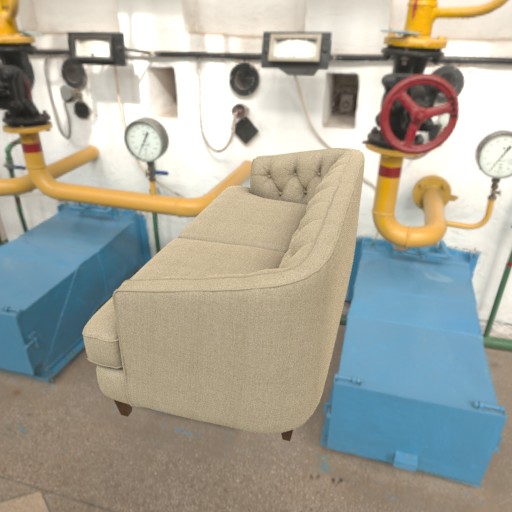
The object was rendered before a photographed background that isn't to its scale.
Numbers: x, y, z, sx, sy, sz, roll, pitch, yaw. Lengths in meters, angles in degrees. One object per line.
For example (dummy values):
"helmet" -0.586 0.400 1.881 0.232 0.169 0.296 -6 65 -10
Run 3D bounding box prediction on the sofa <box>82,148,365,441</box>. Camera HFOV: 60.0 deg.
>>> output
"sofa" 0.000 0.000 2.312 0.941 0.855 1.733 8 30 15
